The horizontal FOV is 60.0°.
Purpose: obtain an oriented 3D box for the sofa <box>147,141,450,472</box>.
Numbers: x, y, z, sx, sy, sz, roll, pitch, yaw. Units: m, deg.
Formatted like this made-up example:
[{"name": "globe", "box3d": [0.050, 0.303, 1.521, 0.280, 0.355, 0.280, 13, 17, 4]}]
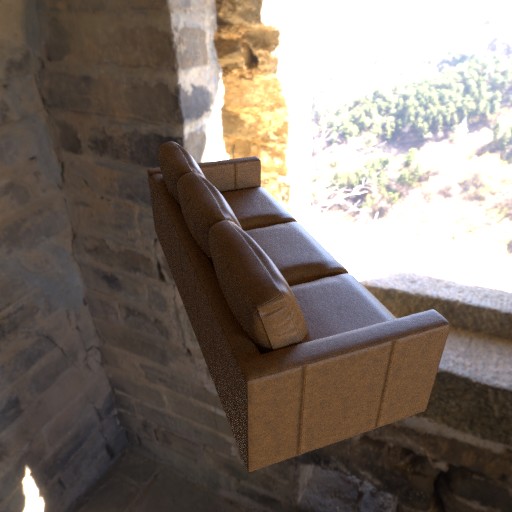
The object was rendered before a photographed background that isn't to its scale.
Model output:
[{"name": "sofa", "box3d": [0.000, 0.000, 2.650, 0.903, 0.930, 2.231, -11, 33, -17]}]
